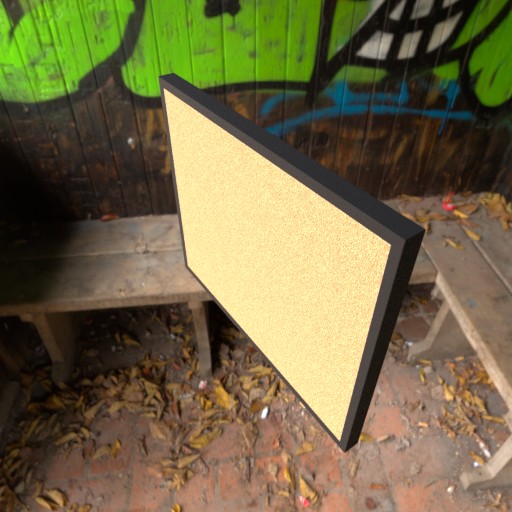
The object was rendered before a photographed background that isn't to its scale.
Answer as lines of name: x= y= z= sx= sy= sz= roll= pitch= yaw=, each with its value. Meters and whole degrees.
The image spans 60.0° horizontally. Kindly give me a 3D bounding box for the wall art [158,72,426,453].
wall art: x=0.000 y=0.000 z=0.761 sx=0.030 sy=0.454 sz=0.554 roll=-25 pitch=47 yaw=-26
